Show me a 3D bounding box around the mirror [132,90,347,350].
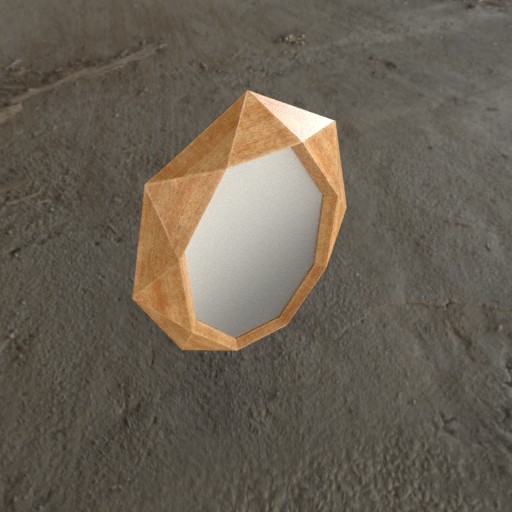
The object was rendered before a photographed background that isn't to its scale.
[{"bbox_3d":[0.000,0.000,1.025,0.577,0.774,0.070,-23,51,-21],"label":"mirror"}]
